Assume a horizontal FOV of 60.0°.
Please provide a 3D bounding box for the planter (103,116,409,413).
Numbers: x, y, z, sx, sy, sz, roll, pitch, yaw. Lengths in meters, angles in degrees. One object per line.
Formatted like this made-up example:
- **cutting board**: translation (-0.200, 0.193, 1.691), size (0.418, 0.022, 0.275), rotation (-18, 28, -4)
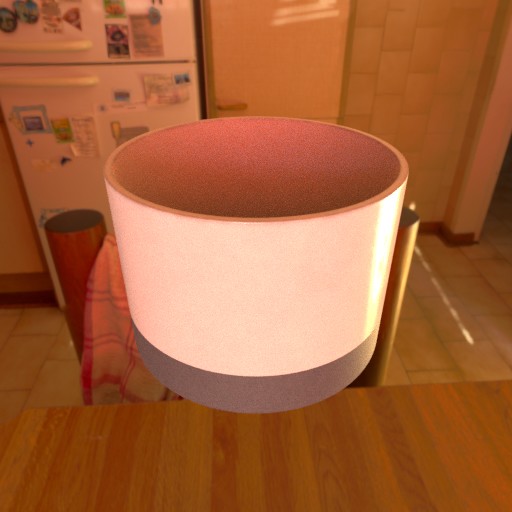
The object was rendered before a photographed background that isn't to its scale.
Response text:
- **planter**: translation (0.000, 0.000, 0.221), size (0.128, 0.105, 0.128), rotation (0, 32, 0)
